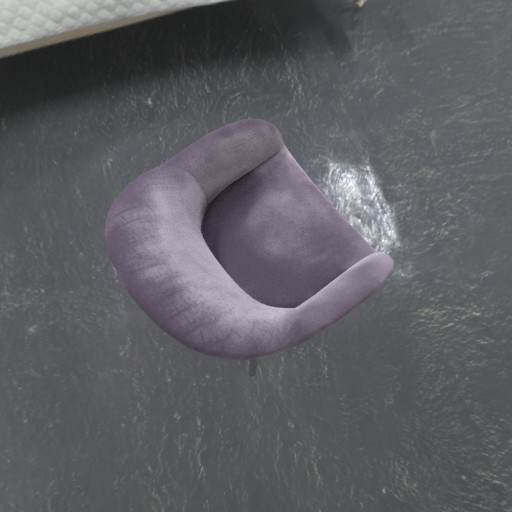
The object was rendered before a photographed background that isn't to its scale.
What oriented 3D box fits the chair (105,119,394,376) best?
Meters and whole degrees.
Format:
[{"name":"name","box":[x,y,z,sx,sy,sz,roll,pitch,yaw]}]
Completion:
[{"name":"chair","box":[0.000,0.000,1.223,0.590,0.795,0.550,-36,77,-10]}]
